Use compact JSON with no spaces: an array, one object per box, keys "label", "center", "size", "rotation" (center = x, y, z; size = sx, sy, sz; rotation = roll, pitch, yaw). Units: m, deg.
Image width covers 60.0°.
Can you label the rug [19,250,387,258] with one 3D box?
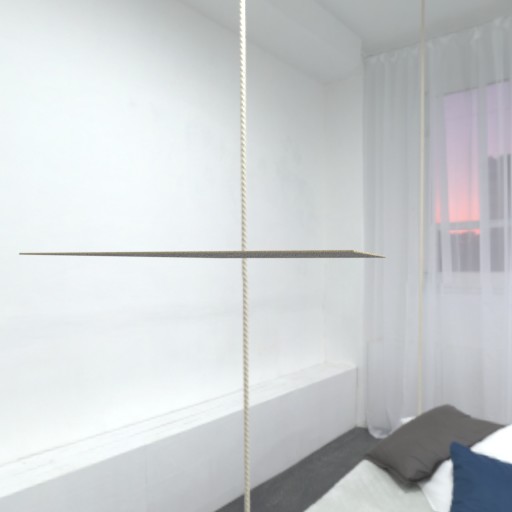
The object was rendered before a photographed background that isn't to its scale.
[{"label":"rug","center":[0.000,0.000,2.848],"size":[1.522,0.008,2.284],"rotation":[0,-1,19]}]
